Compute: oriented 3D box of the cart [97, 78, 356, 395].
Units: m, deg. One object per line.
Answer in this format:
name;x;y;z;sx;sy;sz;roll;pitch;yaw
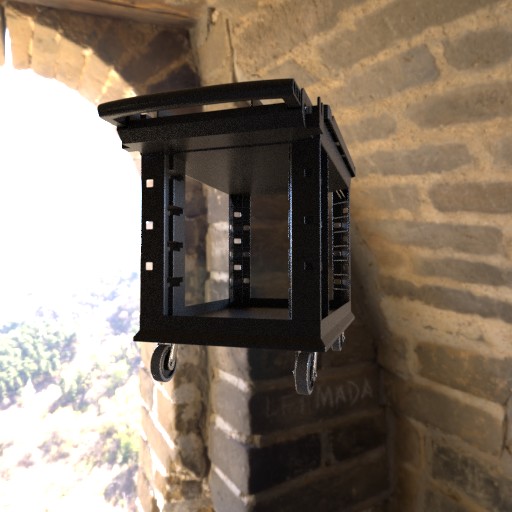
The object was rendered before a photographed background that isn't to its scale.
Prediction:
cart;0.000;0.000;1.738;0.674;0.884;1.239;-1;-2;18
